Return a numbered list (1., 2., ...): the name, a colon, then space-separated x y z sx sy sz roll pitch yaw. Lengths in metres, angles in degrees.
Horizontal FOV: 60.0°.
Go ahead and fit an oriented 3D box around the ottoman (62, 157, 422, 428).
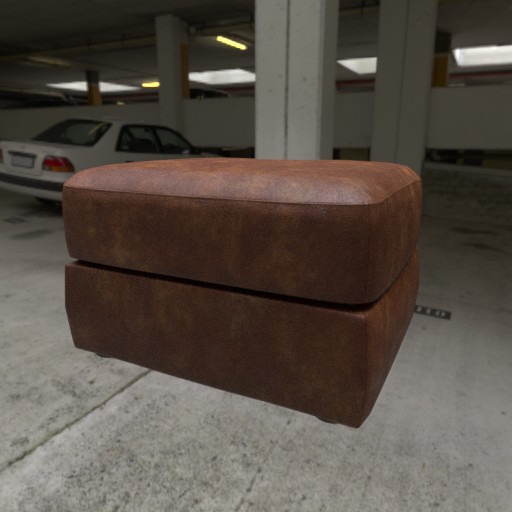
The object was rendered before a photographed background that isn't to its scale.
1. ottoman: 0.000 0.000 1.128 0.751 0.476 0.603 7 16 26
